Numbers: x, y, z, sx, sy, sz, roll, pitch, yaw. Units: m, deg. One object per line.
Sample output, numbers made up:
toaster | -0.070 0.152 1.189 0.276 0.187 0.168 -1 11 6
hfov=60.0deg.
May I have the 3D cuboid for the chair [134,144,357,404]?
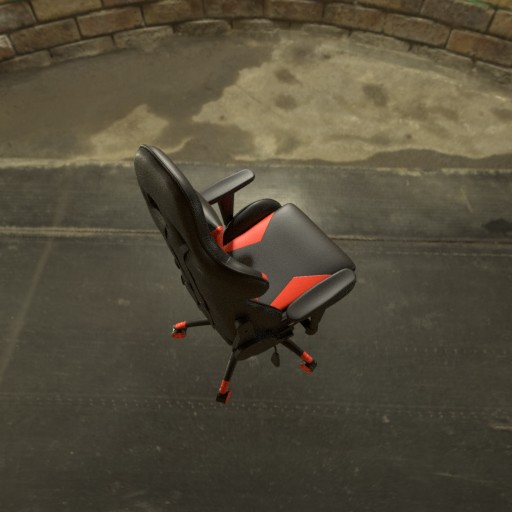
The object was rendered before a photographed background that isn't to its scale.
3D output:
chair | 0.000 0.000 1.667 0.730 1.282 0.695 -32 62 -19
